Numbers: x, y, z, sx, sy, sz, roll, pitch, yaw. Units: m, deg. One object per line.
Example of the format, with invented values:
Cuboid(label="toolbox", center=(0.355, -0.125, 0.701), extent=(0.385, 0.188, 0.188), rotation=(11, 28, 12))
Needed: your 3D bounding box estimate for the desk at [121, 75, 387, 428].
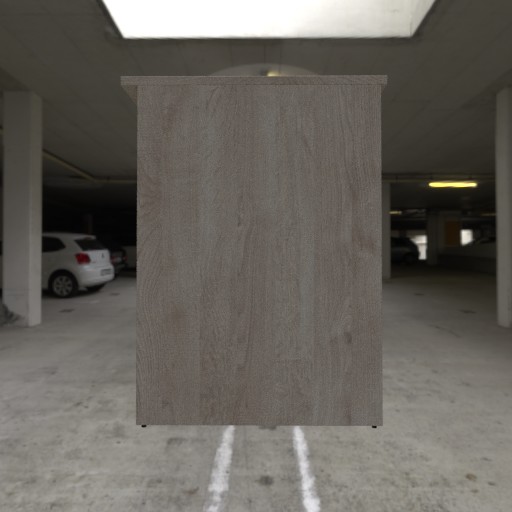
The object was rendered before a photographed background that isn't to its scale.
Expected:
Cuboid(label="desk", center=(0.000, 0.000, 1.472), extent=(0.560, 0.735, 1.097), rotation=(0, -1, 1))
